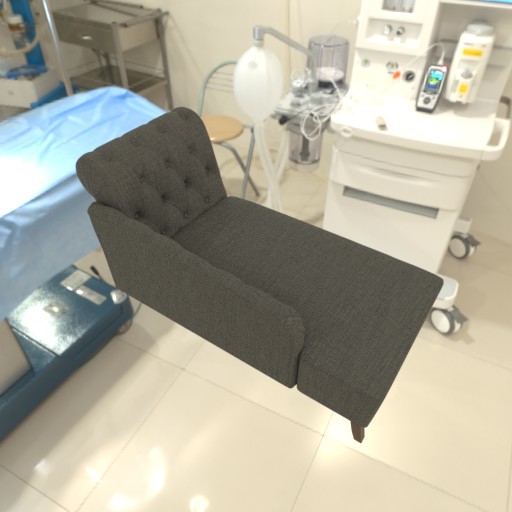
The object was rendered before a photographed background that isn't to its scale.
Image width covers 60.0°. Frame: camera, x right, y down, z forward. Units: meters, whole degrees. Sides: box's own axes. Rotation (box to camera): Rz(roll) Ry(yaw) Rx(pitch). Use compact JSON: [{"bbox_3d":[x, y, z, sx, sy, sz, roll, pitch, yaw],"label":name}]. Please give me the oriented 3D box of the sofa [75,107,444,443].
[{"bbox_3d":[0.000,0.000,1.836,1.379,0.787,0.675,24,47,25],"label":"sofa"}]
